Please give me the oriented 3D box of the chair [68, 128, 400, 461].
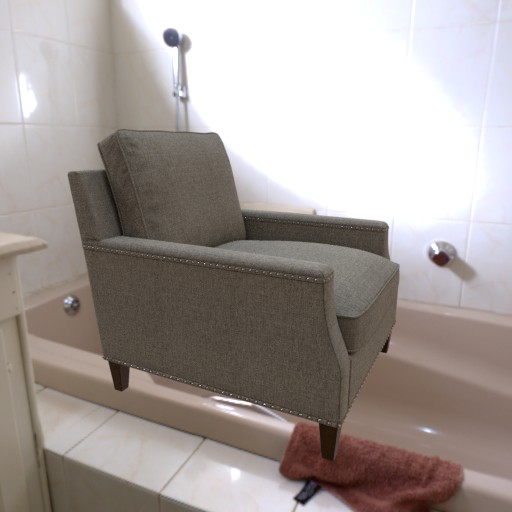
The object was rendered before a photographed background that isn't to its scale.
[{"bbox_3d":[0.000,0.000,1.716,1.014,0.943,0.853,7,16,26],"label":"chair"}]
